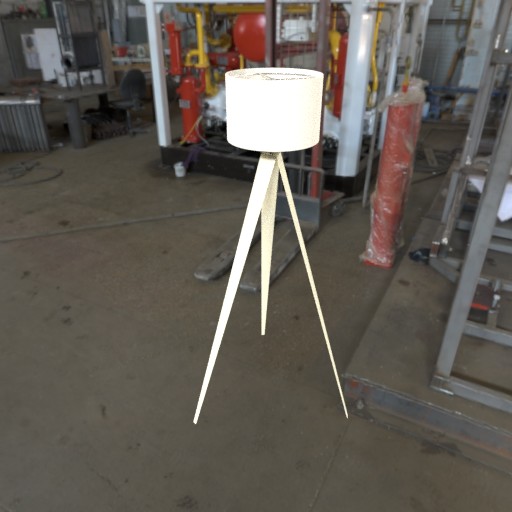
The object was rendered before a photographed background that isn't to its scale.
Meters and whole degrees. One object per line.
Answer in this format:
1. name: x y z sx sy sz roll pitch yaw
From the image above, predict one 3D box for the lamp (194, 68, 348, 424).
1. lamp: 0.000 0.000 1.976 0.724 1.524 0.716 -8 30 -15
